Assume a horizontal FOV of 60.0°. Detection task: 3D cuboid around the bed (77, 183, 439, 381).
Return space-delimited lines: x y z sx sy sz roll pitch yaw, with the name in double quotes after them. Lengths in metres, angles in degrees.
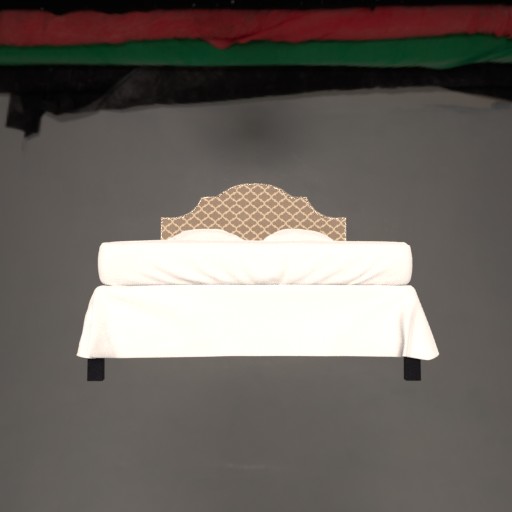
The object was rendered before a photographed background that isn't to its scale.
0.000 0.000 3.737 2.314 1.601 2.222 0 -2 0 "bed"
